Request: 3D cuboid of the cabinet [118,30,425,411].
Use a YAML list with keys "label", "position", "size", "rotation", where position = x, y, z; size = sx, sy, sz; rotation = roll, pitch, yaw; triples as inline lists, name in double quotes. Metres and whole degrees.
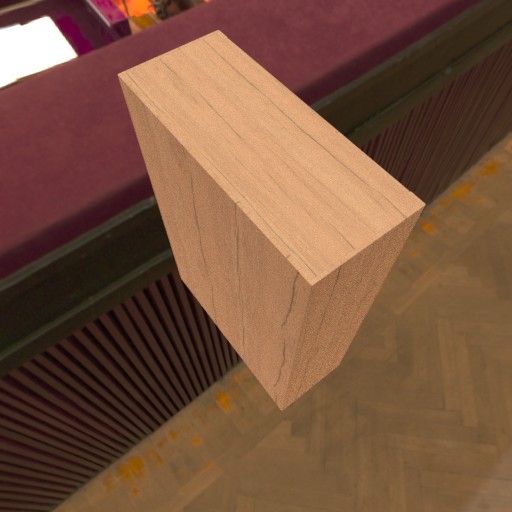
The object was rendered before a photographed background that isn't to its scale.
- label: "cabinet"
  position: [0.000, 0.000, 2.784]
  size: [0.580, 2.070, 1.400]
  rotation: [-33, 65, -18]
